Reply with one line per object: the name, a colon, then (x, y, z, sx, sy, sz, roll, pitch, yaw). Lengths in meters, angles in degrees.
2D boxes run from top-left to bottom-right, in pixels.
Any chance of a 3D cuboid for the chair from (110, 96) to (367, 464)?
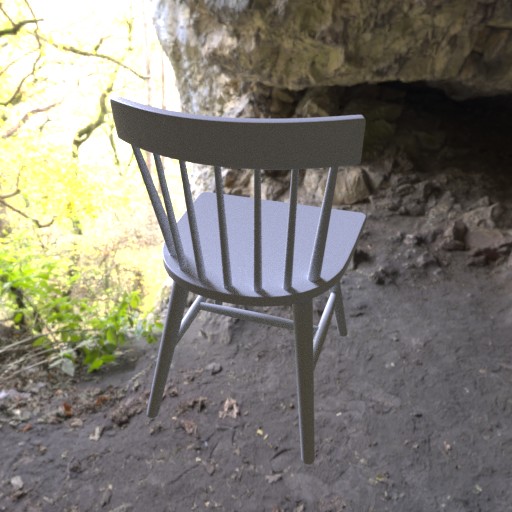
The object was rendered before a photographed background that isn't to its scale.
chair: (0.000, 0.000, 1.098, 0.483, 0.787, 0.500, 10, 33, 16)
